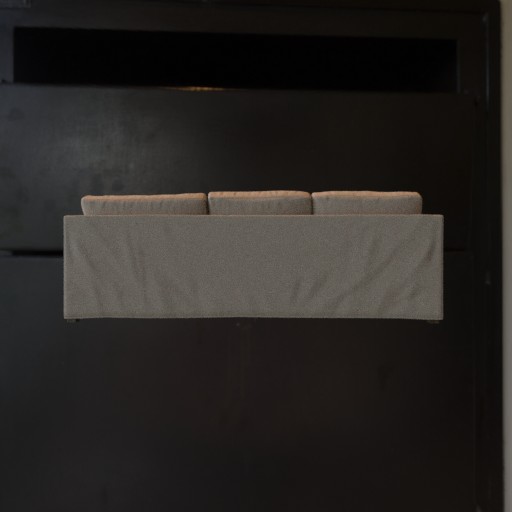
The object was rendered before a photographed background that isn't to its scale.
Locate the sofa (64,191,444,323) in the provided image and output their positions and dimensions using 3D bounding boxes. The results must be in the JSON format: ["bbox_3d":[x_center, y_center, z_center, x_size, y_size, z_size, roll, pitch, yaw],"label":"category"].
[{"bbox_3d":[0.000,0.000,4.376,2.432,0.871,3.182,0,0,1],"label":"sofa"}]
